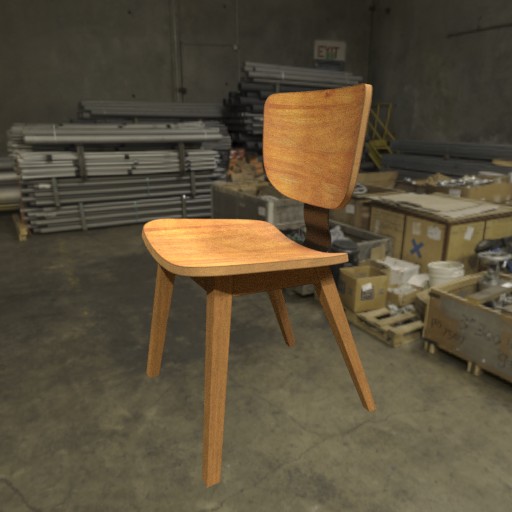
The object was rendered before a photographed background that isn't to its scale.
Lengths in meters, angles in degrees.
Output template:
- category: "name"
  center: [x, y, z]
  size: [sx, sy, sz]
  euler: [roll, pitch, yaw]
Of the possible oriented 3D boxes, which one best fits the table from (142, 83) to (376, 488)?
- category: "table"
  center: [0.000, 0.000, 1.126]
  size: [0.500, 0.805, 0.499]
  euler: [-9, 19, -26]
